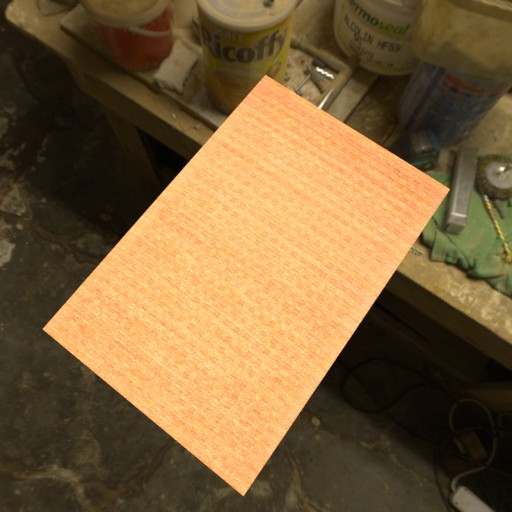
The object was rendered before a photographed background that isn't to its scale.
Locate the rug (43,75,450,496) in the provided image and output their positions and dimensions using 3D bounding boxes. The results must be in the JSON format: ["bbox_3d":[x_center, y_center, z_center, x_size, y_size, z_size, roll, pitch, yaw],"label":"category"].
[{"bbox_3d":[0.000,0.000,2.822,1.524,0.006,2.285,35,76,10],"label":"rug"}]
